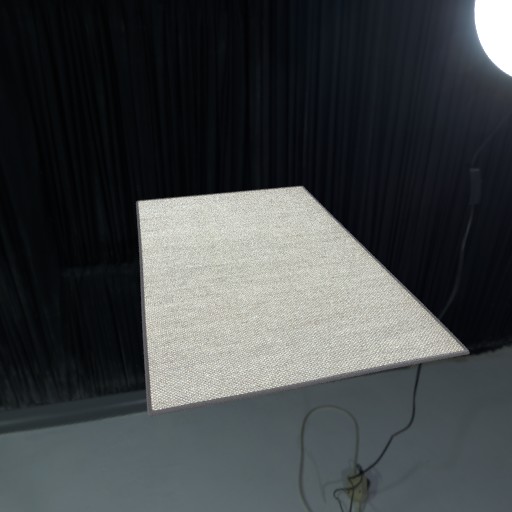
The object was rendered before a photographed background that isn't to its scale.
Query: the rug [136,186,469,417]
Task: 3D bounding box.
[{"bbox_3d":[0.000,0.000,2.083,1.067,0.013,1.676,-7,30,-13],"label":"rug"}]
